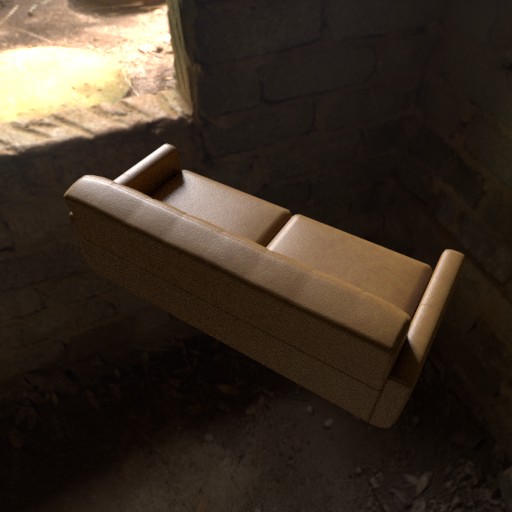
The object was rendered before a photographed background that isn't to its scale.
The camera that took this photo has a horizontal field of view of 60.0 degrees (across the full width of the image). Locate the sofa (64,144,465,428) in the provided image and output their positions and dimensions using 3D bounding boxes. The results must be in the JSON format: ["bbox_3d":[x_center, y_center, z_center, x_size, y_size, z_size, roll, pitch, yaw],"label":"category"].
[{"bbox_3d":[0.000,0.000,2.647,2.137,0.892,0.980,24,51,21],"label":"sofa"}]
